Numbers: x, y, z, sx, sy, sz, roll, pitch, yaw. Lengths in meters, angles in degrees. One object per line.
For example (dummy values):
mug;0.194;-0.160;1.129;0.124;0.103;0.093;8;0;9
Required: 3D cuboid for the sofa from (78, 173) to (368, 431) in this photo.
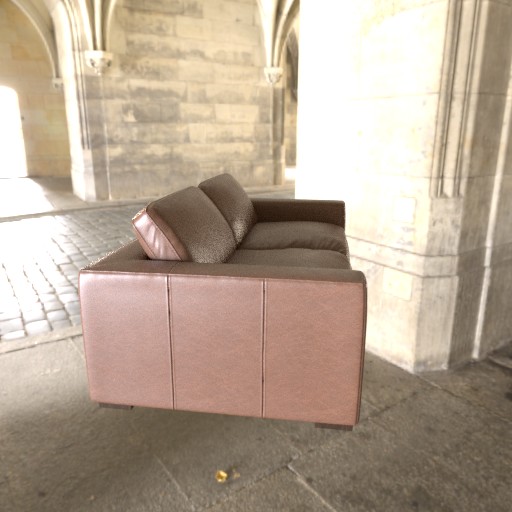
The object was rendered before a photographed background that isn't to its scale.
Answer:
sofa;0.000;0.000;2.480;1.070;0.800;1.920;2;16;8
